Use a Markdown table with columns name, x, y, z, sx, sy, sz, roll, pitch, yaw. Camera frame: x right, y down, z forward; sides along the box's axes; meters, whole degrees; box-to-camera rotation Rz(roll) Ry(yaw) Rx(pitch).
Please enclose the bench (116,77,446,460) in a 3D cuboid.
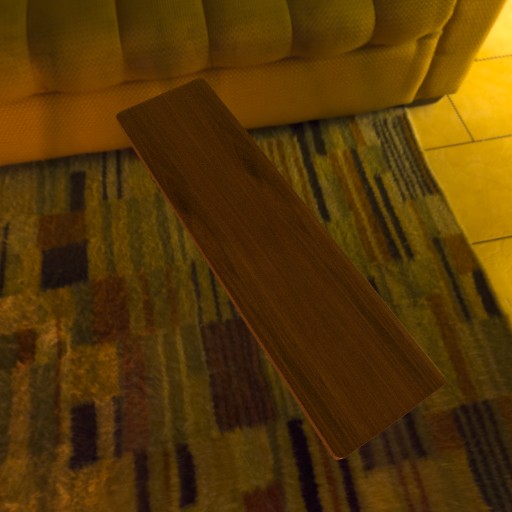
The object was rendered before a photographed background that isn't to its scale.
| name | x | y | z | sx | sy | sz | roll | pitch | yaw |
| --- | --- | --- | --- | --- | --- | --- | --- | --- | --- |
| bench | 0.000 | 0.000 | 1.822 | 0.425 | 0.462 | 1.570 | -29 | 67 | -14 |
